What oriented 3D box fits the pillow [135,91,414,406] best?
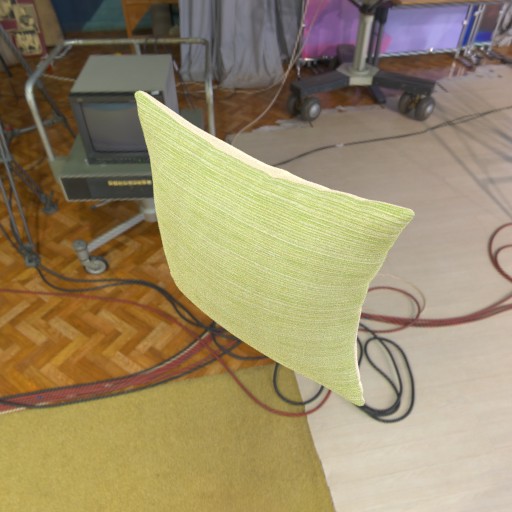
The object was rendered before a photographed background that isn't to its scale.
[{"bbox_3d":[0.000,0.000,0.835,0.560,0.487,0.229,31,53,27],"label":"pillow"}]
